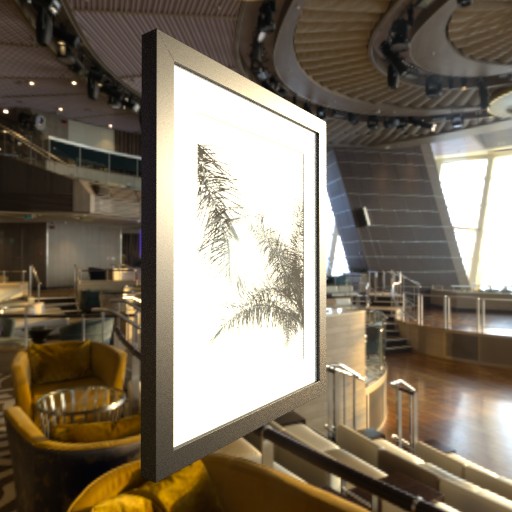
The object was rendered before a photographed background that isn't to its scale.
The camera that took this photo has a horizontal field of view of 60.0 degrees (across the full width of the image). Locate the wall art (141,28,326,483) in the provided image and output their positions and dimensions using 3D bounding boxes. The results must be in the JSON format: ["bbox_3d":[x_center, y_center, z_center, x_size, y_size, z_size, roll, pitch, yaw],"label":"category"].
[{"bbox_3d":[0.000,0.000,0.736,0.028,0.557,0.457,0,-1,36],"label":"wall art"}]
